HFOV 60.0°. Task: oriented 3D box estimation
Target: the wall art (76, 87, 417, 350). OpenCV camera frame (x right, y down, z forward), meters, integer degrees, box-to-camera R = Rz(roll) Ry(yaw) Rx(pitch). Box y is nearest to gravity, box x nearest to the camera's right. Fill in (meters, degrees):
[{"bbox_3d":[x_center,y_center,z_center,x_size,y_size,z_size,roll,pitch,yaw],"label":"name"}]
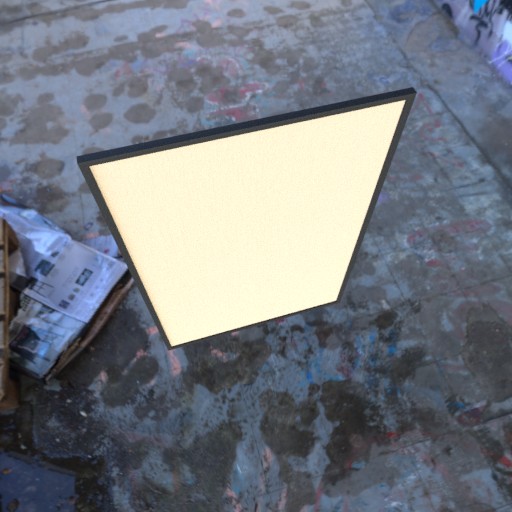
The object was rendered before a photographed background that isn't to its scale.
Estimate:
[{"bbox_3d":[0.000,0.000,0.860,0.460,0.660,0.013,-14,59,-9],"label":"wall art"}]
